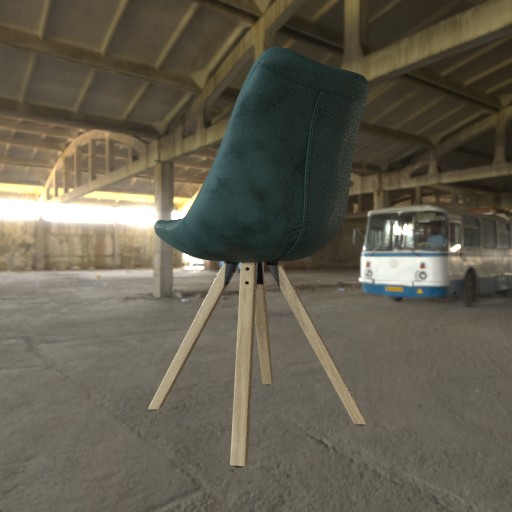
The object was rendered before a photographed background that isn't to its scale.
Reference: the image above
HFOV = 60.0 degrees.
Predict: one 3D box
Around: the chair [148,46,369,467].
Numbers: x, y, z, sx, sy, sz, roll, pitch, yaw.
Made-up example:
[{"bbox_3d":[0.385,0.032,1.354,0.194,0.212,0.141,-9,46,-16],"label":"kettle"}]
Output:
[{"bbox_3d":[0.000,0.000,1.192,0.483,0.865,0.547,0,1,-36],"label":"chair"}]
